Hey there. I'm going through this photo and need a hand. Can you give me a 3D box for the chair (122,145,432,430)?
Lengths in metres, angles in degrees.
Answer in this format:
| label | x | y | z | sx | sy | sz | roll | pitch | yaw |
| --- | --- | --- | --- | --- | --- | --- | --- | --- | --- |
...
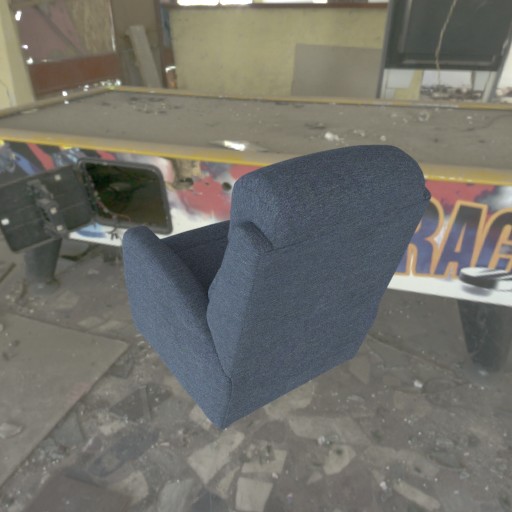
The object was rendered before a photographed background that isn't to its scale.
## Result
| label | x | y | z | sx | sy | sz | roll | pitch | yaw |
| --- | --- | --- | --- | --- | --- | --- | --- | --- | --- |
| chair | 0.000 | 0.000 | 1.745 | 0.798 | 1.013 | 1.043 | -19 | 34 | -30 |
